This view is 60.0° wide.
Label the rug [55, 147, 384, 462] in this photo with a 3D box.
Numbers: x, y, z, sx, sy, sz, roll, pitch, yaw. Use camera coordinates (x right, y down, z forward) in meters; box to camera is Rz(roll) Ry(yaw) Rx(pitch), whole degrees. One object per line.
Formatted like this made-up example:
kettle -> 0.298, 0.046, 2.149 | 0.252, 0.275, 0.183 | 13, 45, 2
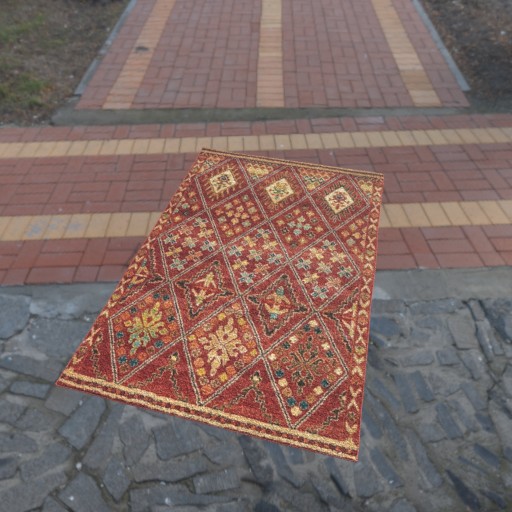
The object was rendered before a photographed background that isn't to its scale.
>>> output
rug -> 0.000, 0.000, 2.882 | 1.521, 0.026, 2.286 | 10, 46, 10
